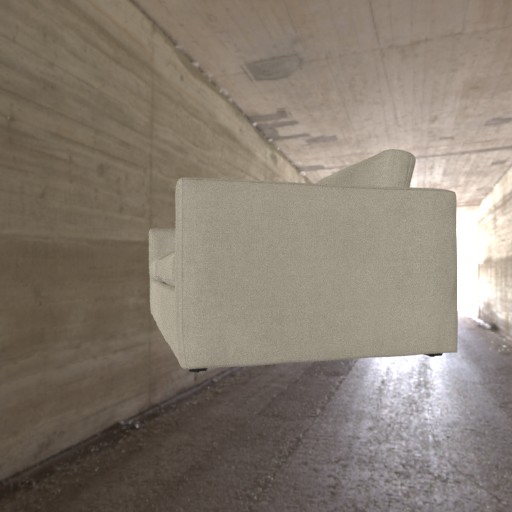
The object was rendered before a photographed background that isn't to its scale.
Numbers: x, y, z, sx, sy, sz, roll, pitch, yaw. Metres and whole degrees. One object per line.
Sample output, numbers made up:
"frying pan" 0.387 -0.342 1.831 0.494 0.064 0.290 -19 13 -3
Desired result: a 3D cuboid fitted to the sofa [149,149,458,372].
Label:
"sofa" 0.000 0.000 2.465 1.091 0.839 1.905 1 -2 -16
